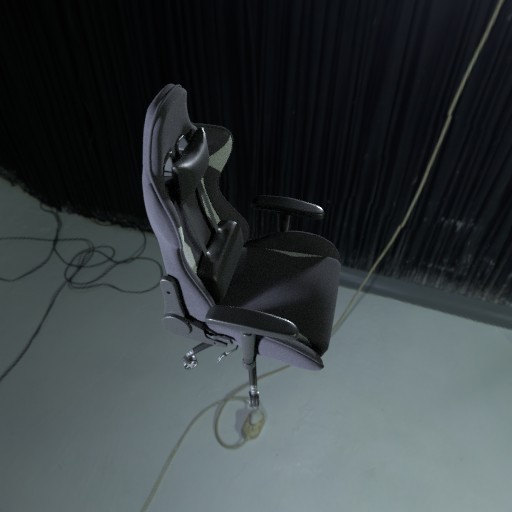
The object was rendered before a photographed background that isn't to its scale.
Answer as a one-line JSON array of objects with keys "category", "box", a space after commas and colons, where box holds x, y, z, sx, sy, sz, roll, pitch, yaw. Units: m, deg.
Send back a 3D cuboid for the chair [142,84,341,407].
[{"category": "chair", "box": [0.000, 0.000, 1.780, 0.695, 1.300, 0.730, 10, 46, 10]}]
